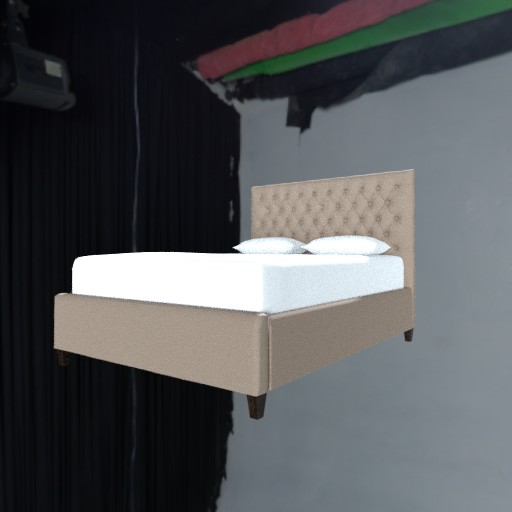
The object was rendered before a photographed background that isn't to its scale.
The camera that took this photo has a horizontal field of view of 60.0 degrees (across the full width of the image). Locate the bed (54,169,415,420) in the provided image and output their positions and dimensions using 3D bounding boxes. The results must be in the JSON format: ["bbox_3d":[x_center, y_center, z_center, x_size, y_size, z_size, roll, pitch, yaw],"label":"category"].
[{"bbox_3d":[0.000,0.000,3.304,1.696,1.426,2.233,0,1,36],"label":"bed"}]
